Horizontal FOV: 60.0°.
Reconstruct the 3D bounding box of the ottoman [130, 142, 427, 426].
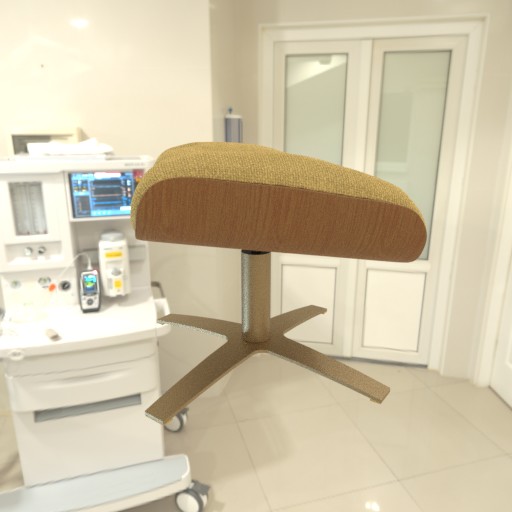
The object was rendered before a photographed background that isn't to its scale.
[{"bbox_3d":[0.000,0.000,0.806,0.394,0.391,0.520,-3,16,-9],"label":"ottoman"}]
